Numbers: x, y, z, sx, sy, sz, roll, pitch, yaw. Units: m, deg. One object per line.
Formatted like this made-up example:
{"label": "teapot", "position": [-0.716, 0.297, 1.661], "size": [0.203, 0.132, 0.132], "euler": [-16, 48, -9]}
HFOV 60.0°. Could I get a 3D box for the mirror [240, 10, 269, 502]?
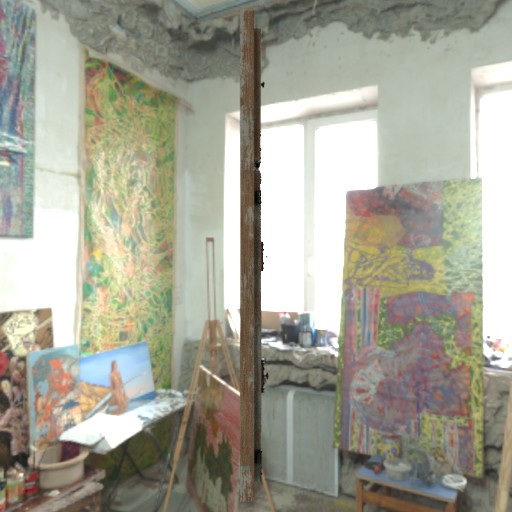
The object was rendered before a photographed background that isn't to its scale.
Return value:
{"label": "mirror", "position": [0.000, 0.000, 1.448], "size": [0.083, 1.213, 0.707], "euler": [0, 0, 0]}
